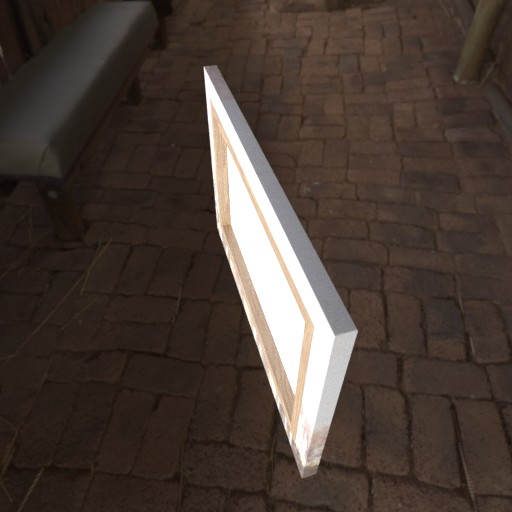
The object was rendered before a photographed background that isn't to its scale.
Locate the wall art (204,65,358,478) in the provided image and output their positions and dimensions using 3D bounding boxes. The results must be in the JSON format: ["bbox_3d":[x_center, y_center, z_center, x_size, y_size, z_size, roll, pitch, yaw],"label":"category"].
[{"bbox_3d":[0.000,0.000,1.146,0.040,0.608,0.916,-12,48,-11],"label":"wall art"}]
